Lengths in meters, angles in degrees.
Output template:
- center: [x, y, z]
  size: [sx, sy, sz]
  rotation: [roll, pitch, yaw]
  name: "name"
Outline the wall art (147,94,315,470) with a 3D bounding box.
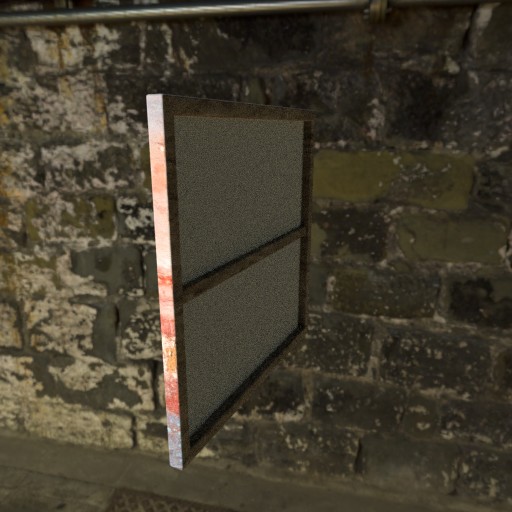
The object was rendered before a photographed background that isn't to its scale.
- center: [0.000, 0.000, 1.155]
  size: [0.035, 0.747, 0.747]
  rotation: [8, 18, 26]
  name: "wall art"
